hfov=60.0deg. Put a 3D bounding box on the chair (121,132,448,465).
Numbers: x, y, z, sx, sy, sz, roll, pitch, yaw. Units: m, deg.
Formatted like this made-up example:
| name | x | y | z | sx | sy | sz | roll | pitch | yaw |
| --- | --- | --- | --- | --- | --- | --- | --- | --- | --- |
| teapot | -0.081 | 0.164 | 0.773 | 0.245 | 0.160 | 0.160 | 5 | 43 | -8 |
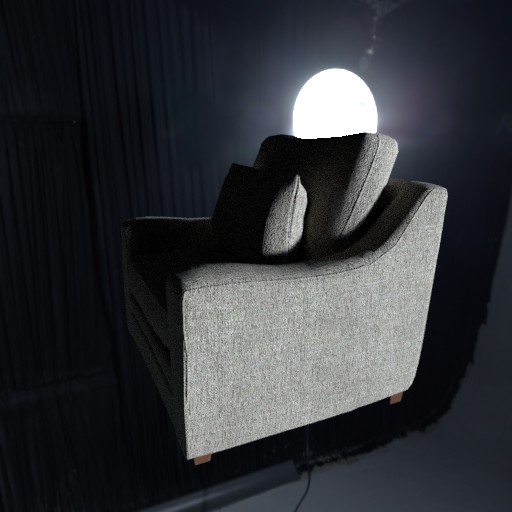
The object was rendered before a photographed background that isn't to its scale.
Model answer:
| name | x | y | z | sx | sy | sz | roll | pitch | yaw |
| --- | --- | --- | --- | --- | --- | --- | --- | --- | --- |
| chair | 0.000 | 0.000 | 1.933 | 1.009 | 1.037 | 1.138 | -7 | 17 | -24 |
